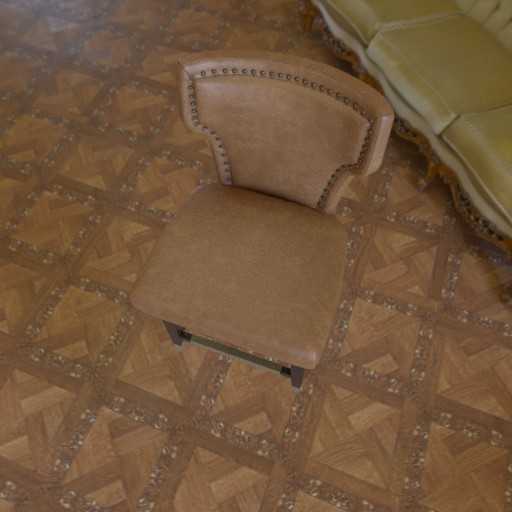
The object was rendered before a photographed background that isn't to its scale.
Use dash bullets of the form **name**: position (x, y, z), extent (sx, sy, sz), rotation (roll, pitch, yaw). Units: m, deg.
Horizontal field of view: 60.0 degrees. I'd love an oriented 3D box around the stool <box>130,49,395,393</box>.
- **stool**: position (0.000, 0.000, 1.311), extent (0.526, 0.982, 0.563), rotation (17, 61, 10)
